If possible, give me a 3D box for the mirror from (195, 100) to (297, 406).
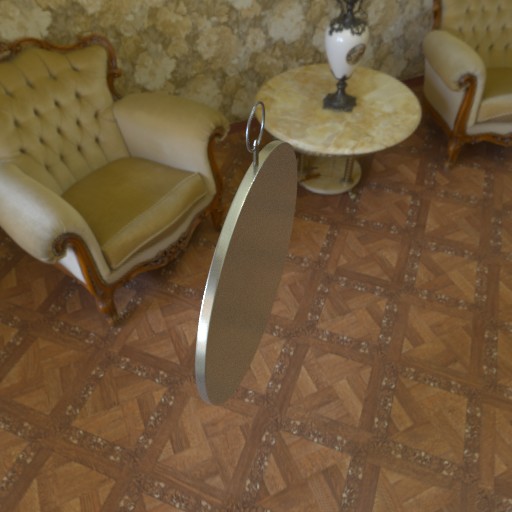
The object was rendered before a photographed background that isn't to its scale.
[{"bbox_3d":[0.000,0.000,0.966,0.020,0.713,0.594,15,49,13],"label":"mirror"}]
